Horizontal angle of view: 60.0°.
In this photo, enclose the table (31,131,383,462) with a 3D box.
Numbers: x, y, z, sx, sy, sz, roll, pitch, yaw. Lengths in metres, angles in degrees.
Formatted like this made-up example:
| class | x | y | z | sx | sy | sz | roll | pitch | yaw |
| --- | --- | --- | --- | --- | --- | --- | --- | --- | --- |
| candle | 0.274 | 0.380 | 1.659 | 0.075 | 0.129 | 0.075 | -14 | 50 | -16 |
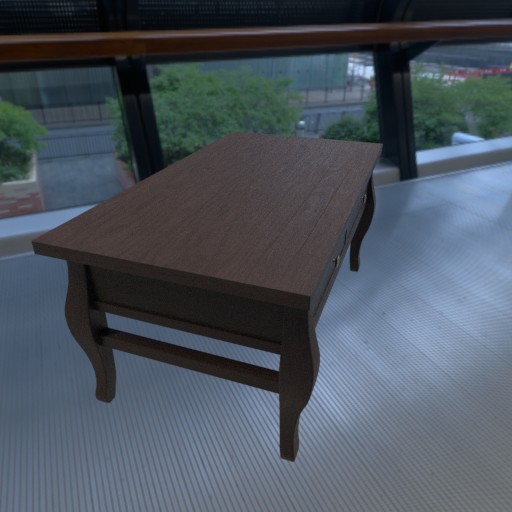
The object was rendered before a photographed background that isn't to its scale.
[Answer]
| class | x | y | z | sx | sy | sz | roll | pitch | yaw |
| --- | --- | --- | --- | --- | --- | --- | --- | --- | --- |
| table | 0.000 | 0.000 | 1.367 | 0.600 | 0.494 | 1.062 | 10 | 30 | 18 |
